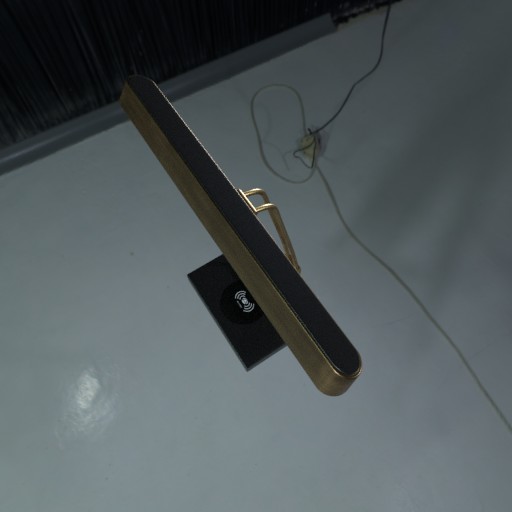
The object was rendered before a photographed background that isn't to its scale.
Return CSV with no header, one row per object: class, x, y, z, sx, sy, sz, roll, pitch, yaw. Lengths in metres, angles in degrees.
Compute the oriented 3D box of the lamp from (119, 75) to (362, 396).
lamp,0.000,0.000,0.592,0.156,0.345,0.412,-31,69,-13
